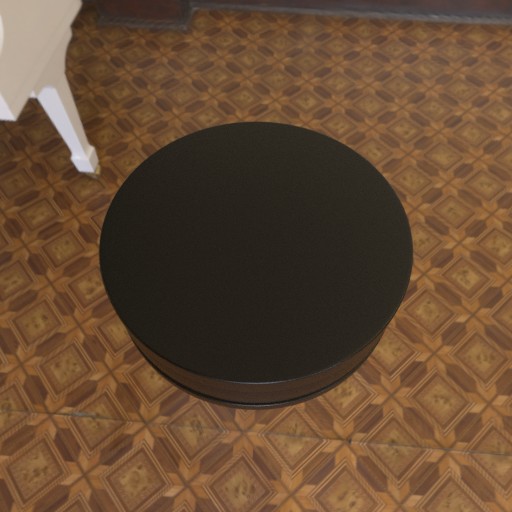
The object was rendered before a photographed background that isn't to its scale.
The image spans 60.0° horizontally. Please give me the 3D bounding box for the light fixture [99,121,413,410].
[{"bbox_3d":[0.000,0.000,0.441,0.283,0.097,0.283,0,58,0],"label":"light fixture"}]
